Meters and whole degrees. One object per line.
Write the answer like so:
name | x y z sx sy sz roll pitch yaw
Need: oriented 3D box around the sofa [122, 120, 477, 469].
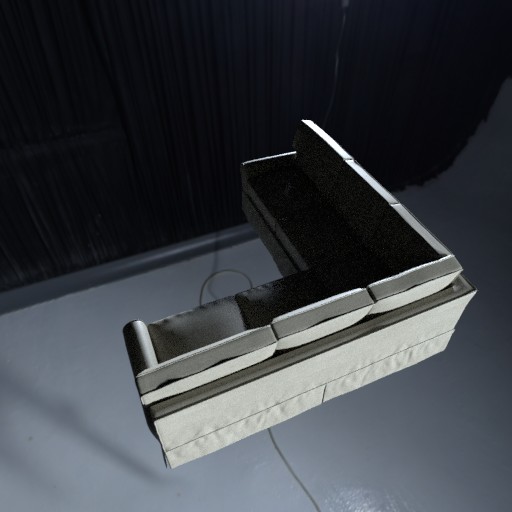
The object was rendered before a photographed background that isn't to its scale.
sofa | 0.000 0.000 4.097 2.623 1.081 2.618 -18 49 -16
